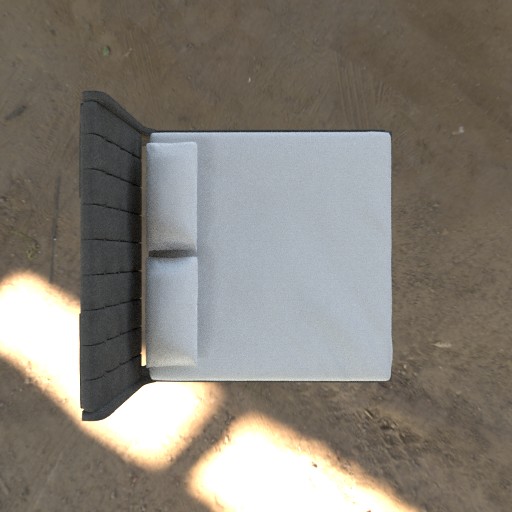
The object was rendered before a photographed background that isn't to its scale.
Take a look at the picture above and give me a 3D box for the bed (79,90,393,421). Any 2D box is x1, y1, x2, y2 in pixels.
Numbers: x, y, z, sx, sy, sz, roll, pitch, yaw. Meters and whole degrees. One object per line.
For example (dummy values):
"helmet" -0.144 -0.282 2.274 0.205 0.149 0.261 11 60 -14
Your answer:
"bed" 0.000 0.000 2.504 1.638 0.933 1.531 0 90 1
